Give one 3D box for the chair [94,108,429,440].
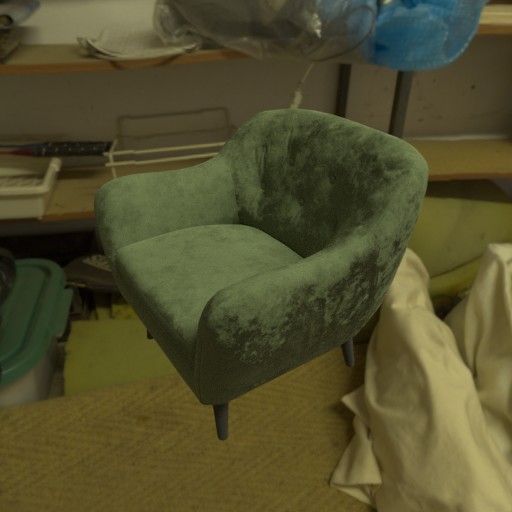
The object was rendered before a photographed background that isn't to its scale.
[{"bbox_3d":[0.000,0.000,1.492,0.819,0.804,0.840,-20,36,-29],"label":"chair"}]
